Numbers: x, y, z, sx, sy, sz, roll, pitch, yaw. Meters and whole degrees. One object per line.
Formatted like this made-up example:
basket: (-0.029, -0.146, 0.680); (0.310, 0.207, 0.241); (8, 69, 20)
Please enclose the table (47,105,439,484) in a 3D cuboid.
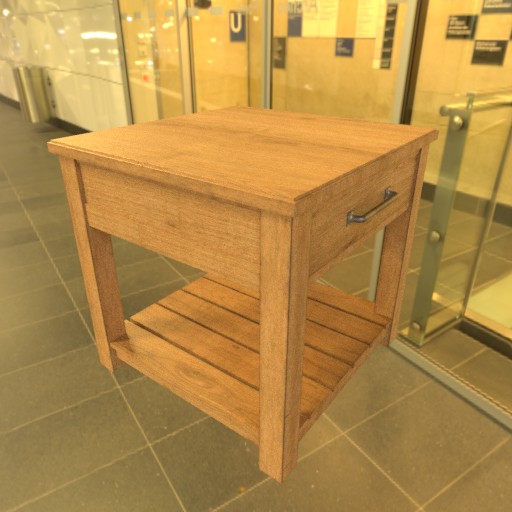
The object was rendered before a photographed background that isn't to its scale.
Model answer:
table: (0.000, 0.000, 1.096); (0.612, 0.593, 0.616); (19, 32, 33)
